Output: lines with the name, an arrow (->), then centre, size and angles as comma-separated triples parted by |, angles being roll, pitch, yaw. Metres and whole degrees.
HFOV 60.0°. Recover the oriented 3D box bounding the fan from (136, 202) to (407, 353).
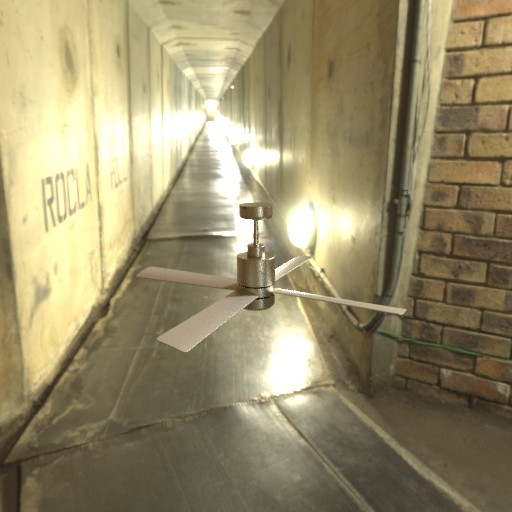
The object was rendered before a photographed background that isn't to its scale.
fan -> 0.000, 0.000, 2.317 | 1.525, 0.539, 1.525 | 7, 16, 26
